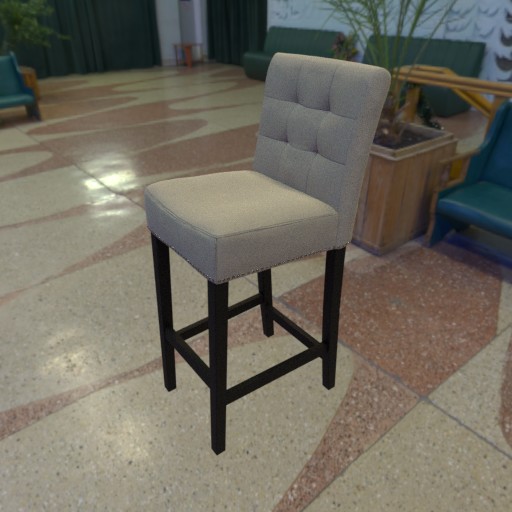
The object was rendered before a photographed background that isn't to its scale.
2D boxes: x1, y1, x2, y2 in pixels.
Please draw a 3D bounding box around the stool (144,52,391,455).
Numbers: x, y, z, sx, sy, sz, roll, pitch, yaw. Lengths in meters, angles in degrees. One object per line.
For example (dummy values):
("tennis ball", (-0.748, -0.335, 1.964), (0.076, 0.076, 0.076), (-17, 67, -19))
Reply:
("stool", (0.000, 0.000, 1.319), (0.548, 1.047, 0.411), (-21, 37, -31))
